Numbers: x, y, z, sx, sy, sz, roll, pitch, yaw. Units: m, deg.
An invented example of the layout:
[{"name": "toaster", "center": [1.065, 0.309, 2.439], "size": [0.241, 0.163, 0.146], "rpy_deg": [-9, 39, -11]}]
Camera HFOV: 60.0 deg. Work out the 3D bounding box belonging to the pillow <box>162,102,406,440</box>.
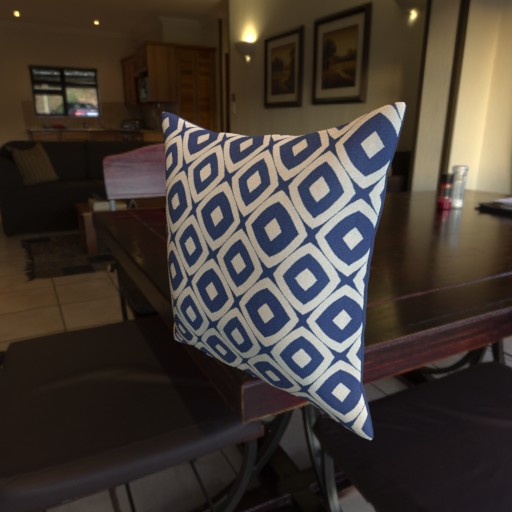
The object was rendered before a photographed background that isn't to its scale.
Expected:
[{"name": "pillow", "center": [0.000, 0.000, 0.777], "size": [0.504, 0.494, 0.188], "rpy_deg": [15, 22, 41]}]
